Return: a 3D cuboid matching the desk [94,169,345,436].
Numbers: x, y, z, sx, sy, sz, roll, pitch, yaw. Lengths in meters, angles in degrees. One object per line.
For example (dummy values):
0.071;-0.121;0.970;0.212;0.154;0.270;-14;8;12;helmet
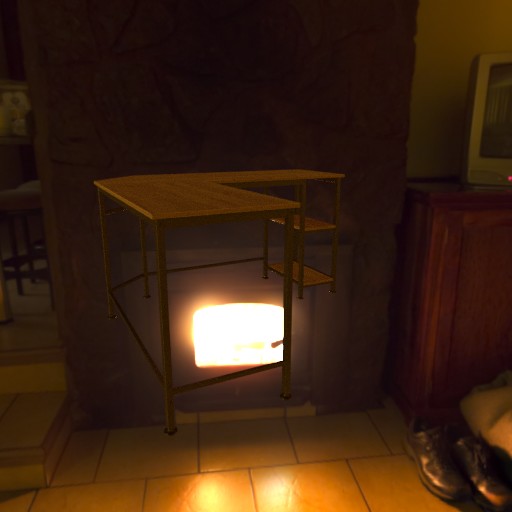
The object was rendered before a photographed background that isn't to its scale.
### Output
0.000;0.000;2.251;1.379;0.739;1.379;-8;17;-26;desk
